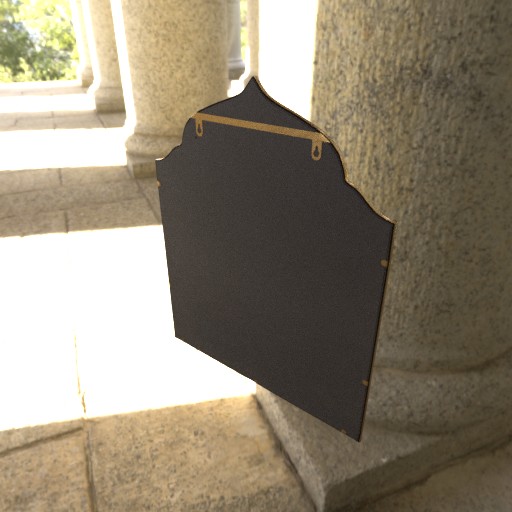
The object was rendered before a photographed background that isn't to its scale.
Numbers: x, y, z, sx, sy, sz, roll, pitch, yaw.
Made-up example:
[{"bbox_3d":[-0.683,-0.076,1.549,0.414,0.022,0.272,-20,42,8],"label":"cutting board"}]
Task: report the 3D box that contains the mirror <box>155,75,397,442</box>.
[{"bbox_3d":[0.000,0.000,0.836,0.513,0.635,0.018,21,35,33],"label":"mirror"}]
